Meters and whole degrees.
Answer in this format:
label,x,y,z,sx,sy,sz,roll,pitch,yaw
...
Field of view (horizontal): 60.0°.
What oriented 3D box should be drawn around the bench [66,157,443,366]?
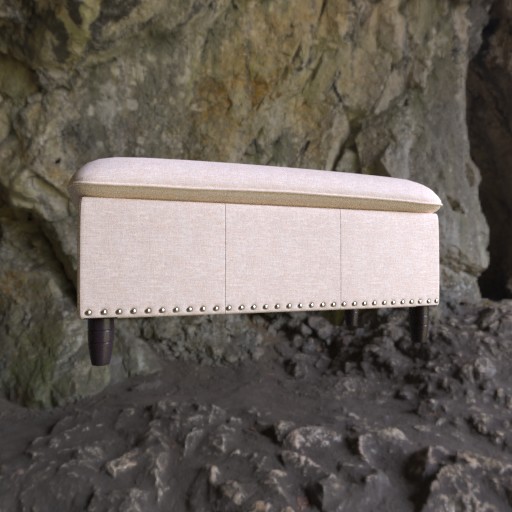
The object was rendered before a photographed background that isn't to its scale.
label,x,y,z,sx,sy,sz,roll,pitch,yaw
bench,0.000,0.000,1.275,0.991,0.483,0.483,0,-1,-20
